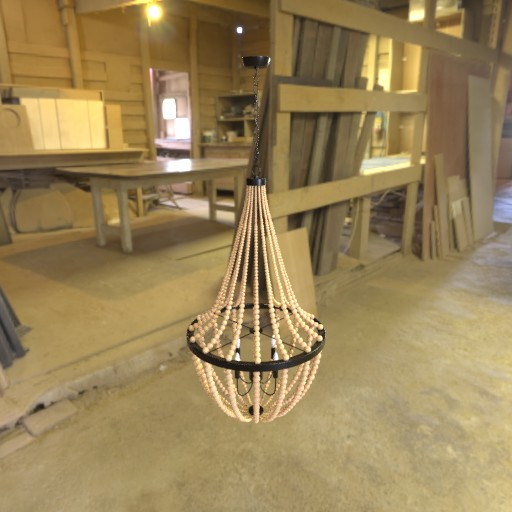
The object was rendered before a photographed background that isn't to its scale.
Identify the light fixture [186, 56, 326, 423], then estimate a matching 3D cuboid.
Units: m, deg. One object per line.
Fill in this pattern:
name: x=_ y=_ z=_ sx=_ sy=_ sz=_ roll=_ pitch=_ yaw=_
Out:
light fixture: x=0.000 y=0.000 z=1.377 sx=0.450 sy=1.133 sz=0.450 roll=0 pitch=16 yaw=0
